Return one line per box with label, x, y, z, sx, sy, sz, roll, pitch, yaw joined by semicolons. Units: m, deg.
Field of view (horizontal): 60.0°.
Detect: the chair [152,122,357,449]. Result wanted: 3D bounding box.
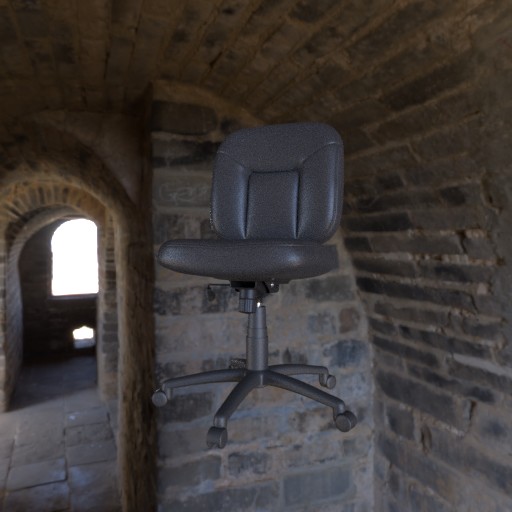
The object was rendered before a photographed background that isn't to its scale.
chair;0.000;0.000;1.397;0.647;0.959;0.646;0;1;19
